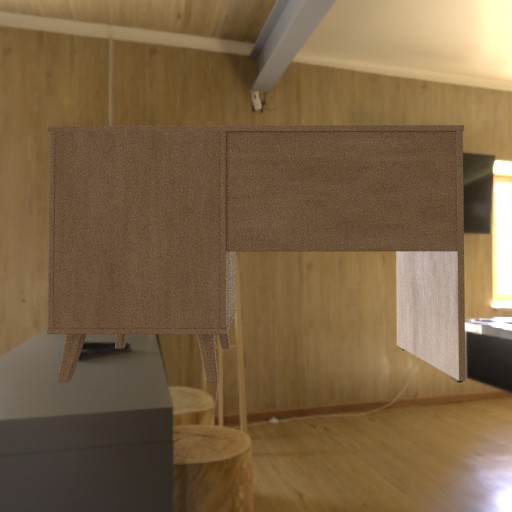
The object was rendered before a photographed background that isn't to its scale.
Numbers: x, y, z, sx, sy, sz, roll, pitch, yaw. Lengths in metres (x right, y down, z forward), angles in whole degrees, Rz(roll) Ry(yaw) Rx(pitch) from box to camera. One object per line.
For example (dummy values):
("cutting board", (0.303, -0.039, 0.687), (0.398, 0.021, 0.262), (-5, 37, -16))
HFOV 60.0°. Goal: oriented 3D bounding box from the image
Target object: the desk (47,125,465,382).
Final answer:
("desk", (0.000, 0.000, 1.621), (1.251, 0.770, 0.600), (0, -1, 0))
